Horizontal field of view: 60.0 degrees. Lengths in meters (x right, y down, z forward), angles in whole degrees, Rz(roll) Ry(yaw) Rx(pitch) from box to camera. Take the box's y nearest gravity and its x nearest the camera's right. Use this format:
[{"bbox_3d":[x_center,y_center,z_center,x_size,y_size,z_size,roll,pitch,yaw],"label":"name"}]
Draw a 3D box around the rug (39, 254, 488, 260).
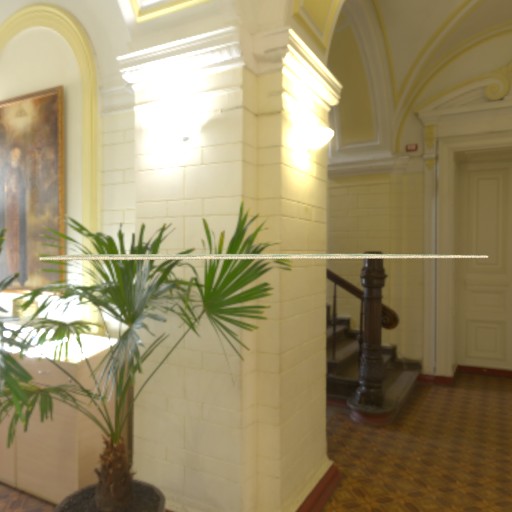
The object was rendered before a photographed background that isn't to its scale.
[{"bbox_3d":[0.000,0.000,3.021,2.443,0.015,1.528,0,1,-17],"label":"rug"}]
